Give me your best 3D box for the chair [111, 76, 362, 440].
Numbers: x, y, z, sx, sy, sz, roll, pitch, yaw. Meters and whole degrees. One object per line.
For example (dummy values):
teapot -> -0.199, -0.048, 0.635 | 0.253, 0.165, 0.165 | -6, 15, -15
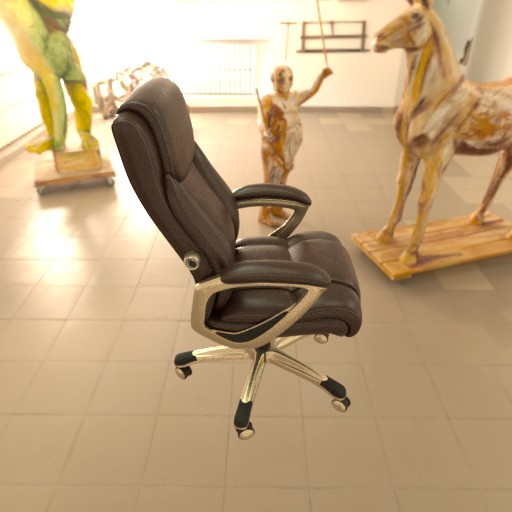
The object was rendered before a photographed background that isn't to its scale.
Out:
chair -> 0.000, 0.000, 1.619 | 0.749, 1.194, 0.692 | 0, 32, 0
